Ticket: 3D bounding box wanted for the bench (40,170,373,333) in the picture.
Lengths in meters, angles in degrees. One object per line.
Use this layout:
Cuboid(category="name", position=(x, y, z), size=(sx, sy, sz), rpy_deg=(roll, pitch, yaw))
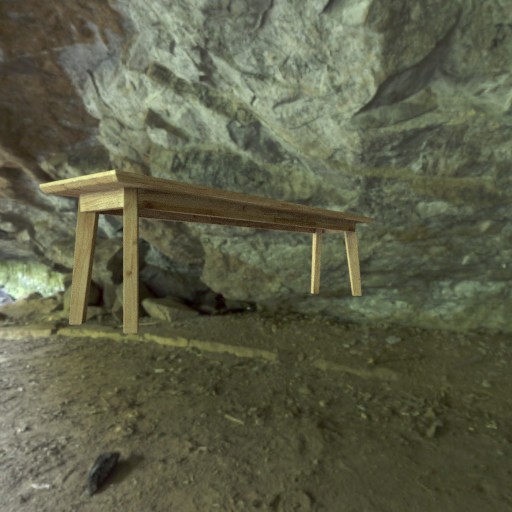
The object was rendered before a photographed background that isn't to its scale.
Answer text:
Cuboid(category="bench", position=(0.000, 0.000, 1.914), size=(0.378, 0.431, 1.698), rpy_deg=(0, 0, 37))
